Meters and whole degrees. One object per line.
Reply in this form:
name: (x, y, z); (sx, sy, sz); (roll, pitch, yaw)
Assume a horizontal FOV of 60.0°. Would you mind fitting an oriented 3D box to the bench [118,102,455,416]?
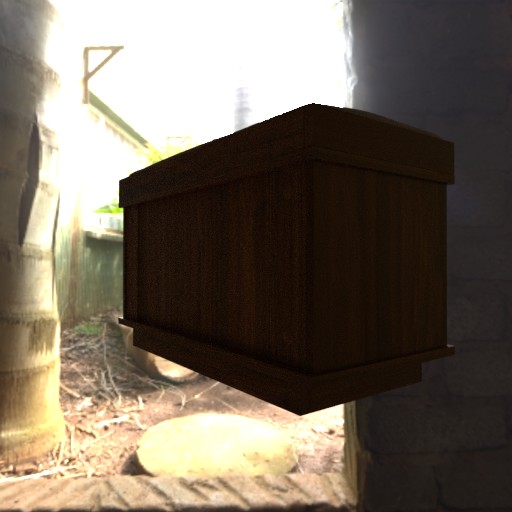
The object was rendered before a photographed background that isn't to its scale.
bench: (0.000, 0.000, 0.986); (0.362, 0.461, 0.734); (0, 0, -37)
